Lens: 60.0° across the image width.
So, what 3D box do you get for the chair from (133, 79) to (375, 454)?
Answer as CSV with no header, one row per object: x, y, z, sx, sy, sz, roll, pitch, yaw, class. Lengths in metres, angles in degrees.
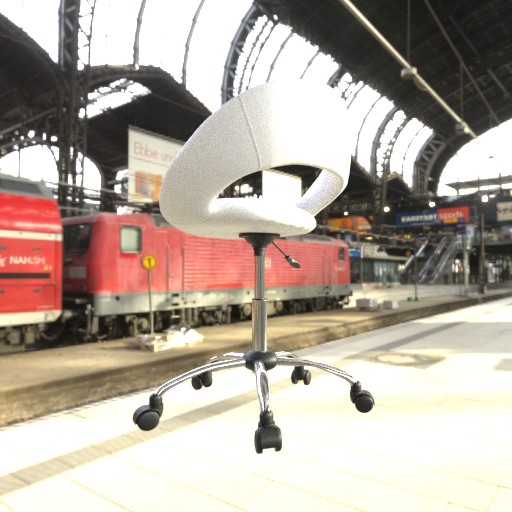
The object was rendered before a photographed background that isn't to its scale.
0.000,0.000,1.173,0.538,0.791,0.612,-2,-3,35,chair
